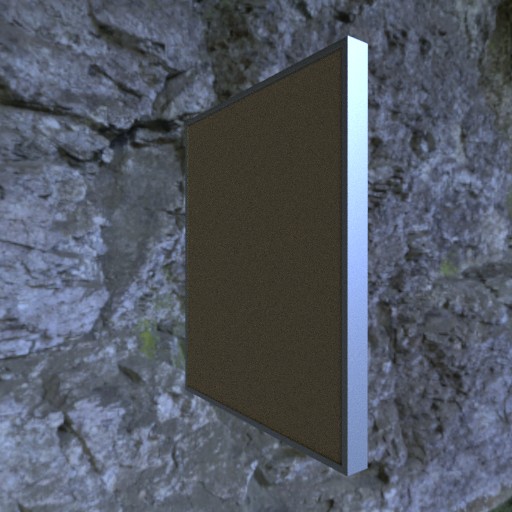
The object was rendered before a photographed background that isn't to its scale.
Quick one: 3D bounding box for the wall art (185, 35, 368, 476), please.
[{"bbox_3d":[0.000,0.000,0.747,0.039,0.553,0.445,0,0,-36],"label":"wall art"}]
